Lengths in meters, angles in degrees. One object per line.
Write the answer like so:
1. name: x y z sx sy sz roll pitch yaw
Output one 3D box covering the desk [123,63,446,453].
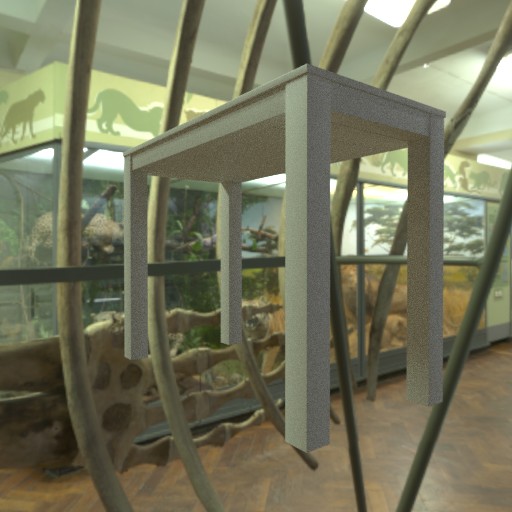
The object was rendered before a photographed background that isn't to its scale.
1. desk: 0.000 0.000 1.409 0.497 0.762 0.990 -1 1 -37
